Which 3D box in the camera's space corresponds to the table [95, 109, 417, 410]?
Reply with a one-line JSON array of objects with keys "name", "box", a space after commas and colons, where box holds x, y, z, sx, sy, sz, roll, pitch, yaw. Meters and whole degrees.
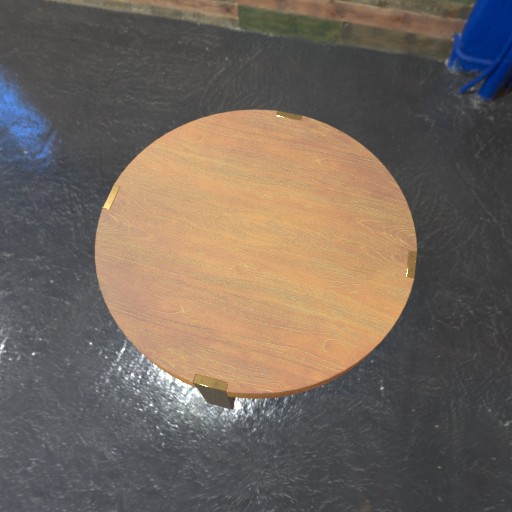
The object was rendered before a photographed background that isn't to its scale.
[{"name": "table", "box": [0.000, 0.000, 1.725, 1.100, 0.420, 1.100, 0, 64, 0]}]
